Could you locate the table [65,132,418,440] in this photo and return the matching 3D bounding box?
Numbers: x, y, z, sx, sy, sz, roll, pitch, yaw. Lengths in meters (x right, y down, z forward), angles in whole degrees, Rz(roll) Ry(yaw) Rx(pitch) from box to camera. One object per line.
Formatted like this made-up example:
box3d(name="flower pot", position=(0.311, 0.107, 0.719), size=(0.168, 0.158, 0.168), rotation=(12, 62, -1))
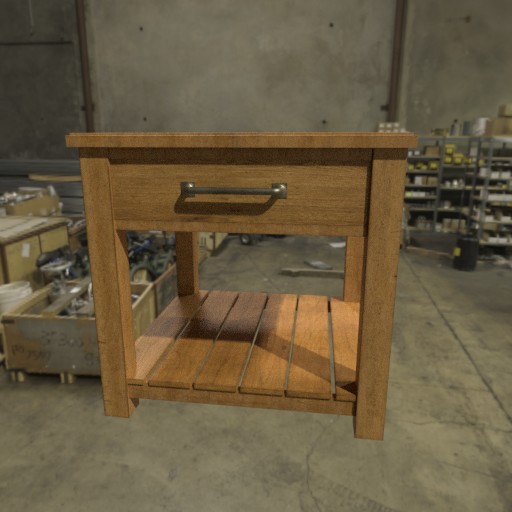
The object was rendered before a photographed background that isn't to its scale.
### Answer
box3d(name="table", position=(0.000, 0.000, 1.122), size=(0.616, 0.593, 0.612), rotation=(2, 15, 8))
